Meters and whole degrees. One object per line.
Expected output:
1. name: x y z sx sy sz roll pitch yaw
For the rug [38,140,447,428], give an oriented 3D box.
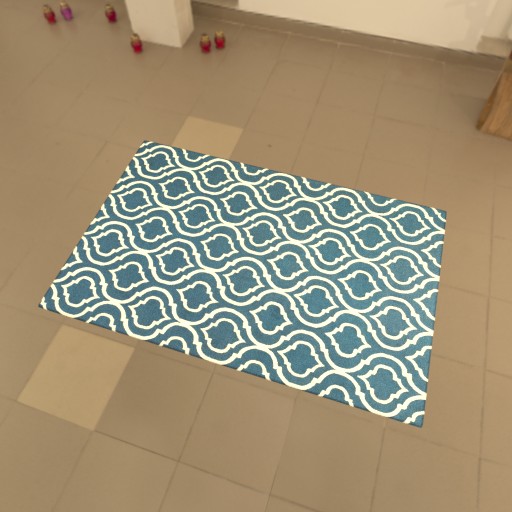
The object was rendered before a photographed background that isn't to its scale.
1. rug: 0.000 0.000 2.194 1.753 0.010 1.143 15 59 9
